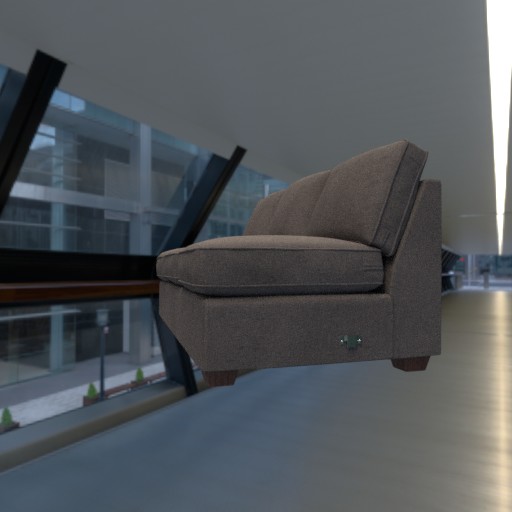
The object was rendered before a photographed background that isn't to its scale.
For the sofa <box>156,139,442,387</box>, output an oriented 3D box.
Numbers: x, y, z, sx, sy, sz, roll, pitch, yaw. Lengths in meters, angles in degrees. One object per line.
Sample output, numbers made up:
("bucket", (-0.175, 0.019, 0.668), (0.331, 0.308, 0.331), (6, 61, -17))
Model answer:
("sofa", (0.000, 0.000, 2.596), (1.027, 0.973, 1.962), (0, -1, -17))
